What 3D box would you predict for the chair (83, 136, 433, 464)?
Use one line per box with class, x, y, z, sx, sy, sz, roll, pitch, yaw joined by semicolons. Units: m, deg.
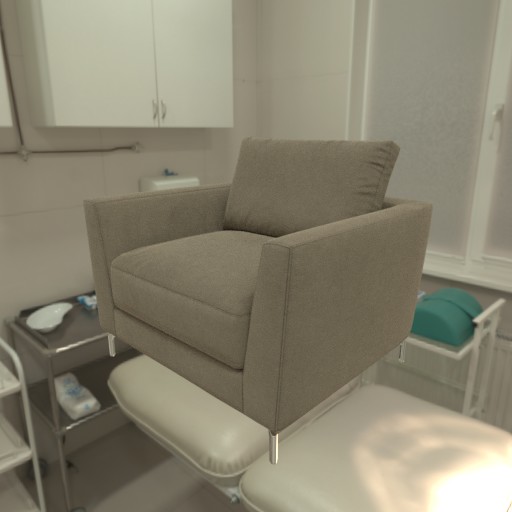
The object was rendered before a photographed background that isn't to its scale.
chair;0.000;0.000;1.684;1.041;0.864;0.889;15;22;42
